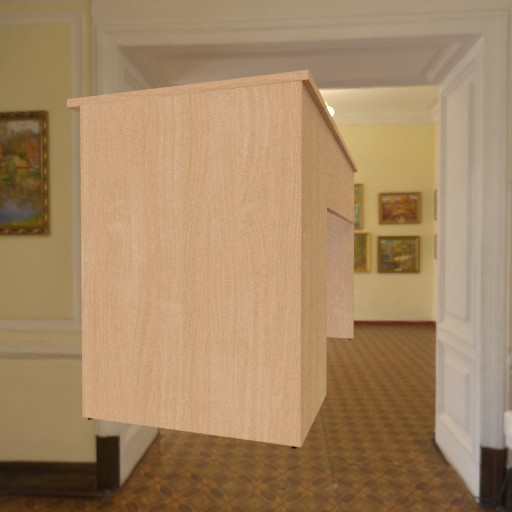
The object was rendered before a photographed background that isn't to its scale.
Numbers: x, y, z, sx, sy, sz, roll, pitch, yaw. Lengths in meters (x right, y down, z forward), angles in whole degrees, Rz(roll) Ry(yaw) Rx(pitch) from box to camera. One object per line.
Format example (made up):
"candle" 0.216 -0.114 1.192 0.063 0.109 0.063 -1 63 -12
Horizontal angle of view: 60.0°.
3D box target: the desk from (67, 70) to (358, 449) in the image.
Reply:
"desk" 0.000 0.000 1.460 0.560 0.735 1.097 0 1 18
